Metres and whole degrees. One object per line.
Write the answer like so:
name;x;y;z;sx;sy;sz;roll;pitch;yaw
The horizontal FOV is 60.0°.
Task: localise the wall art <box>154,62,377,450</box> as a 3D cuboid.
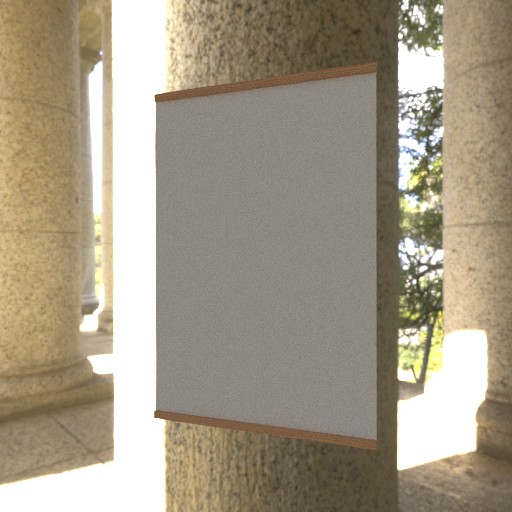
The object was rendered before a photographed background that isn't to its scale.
wall art;0.000;0.000;1.921;1.011;1.521;0.025;0;0;20
